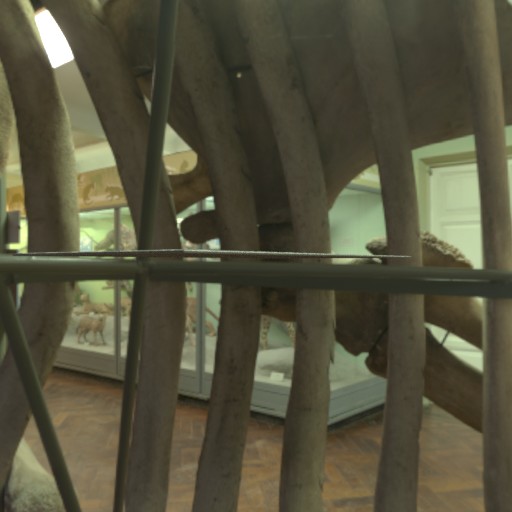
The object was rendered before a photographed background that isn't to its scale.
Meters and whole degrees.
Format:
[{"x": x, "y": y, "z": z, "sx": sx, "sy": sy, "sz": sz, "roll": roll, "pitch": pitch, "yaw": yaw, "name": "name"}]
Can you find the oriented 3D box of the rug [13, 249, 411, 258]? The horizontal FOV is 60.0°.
[{"x": 0.000, "y": 0.000, "z": 1.410, "sx": 0.604, "sy": 0.007, "sz": 1.219, "roll": -1, "pitch": -1, "yaw": 37, "name": "rug"}]
